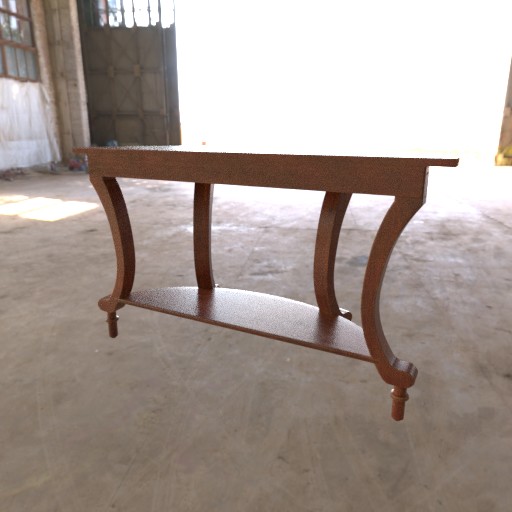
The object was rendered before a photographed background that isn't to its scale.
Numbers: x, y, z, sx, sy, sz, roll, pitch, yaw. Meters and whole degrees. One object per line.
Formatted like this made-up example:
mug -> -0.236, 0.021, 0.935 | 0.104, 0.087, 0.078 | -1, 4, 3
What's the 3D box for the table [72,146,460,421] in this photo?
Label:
table -> 0.000, 0.000, 1.489 | 1.198, 0.699, 0.394 | 8, 18, 27
